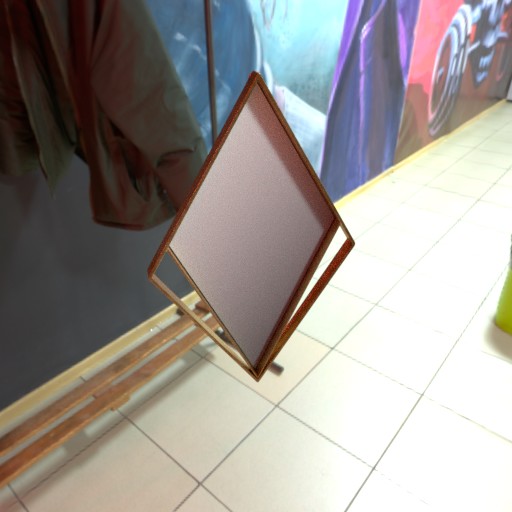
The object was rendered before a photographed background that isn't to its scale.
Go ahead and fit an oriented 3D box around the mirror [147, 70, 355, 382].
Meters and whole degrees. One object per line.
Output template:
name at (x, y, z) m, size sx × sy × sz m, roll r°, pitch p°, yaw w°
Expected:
mirror at (0.000, 0.000, 0.872) m, size 0.419 × 0.679 × 0.032 m, roll -9°, pitch 33°, yaw -15°
